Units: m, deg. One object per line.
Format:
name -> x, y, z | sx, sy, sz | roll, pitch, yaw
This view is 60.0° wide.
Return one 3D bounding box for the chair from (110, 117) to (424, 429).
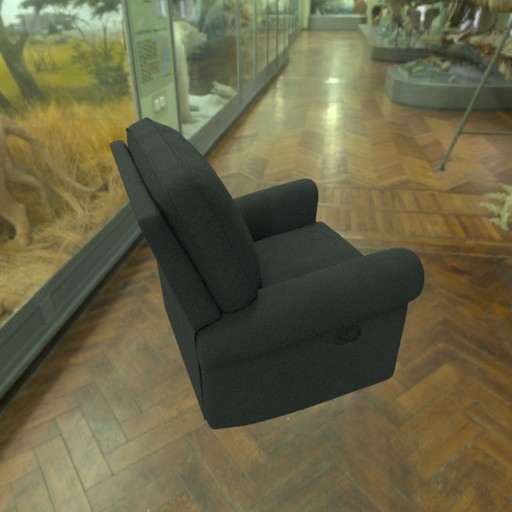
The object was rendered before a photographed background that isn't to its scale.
chair -> 0.000, 0.000, 1.668 | 0.878, 0.961, 0.890 | -11, 32, -18
